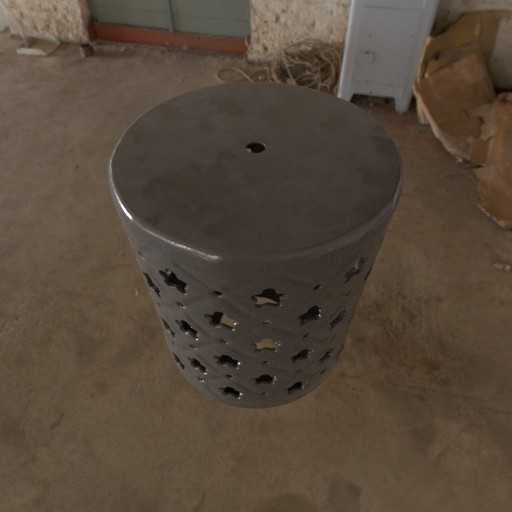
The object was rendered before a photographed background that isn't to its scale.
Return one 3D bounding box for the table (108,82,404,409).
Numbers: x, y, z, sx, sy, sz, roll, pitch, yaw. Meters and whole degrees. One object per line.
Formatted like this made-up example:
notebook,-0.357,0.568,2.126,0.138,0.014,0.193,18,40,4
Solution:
table,0.000,0.000,0.670,0.352,0.387,0.352,0,48,0
